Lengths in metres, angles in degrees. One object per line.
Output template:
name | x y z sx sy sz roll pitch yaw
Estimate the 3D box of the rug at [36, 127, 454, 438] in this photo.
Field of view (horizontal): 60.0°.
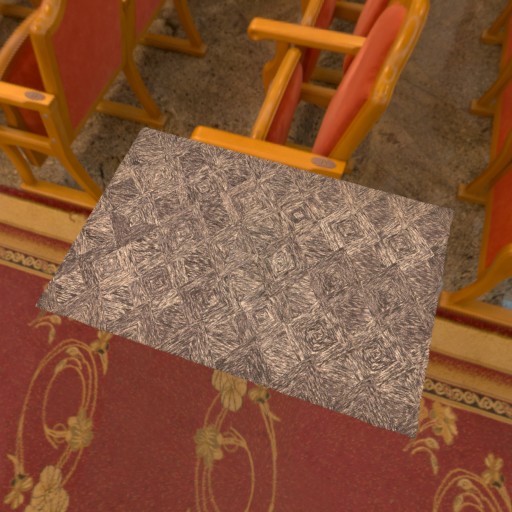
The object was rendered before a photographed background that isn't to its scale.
rug | 0.000 0.000 2.218 1.808 0.011 1.189 17 64 8
